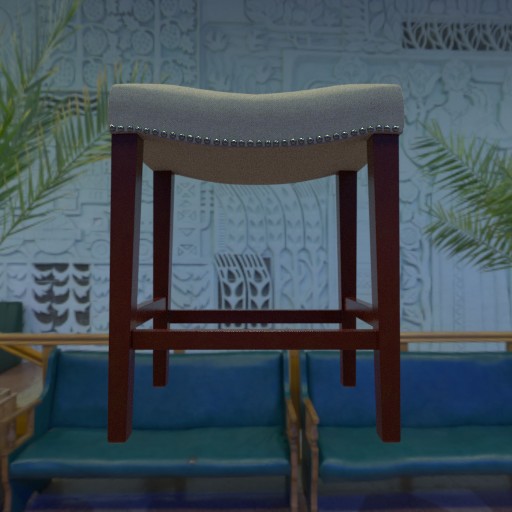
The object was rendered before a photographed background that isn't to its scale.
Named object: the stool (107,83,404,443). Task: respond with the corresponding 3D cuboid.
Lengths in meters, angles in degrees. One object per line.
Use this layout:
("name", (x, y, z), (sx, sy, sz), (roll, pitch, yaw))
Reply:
("stool", (0.000, 0.000, 0.928), (0.509, 0.632, 0.375), (0, -1, 0))
